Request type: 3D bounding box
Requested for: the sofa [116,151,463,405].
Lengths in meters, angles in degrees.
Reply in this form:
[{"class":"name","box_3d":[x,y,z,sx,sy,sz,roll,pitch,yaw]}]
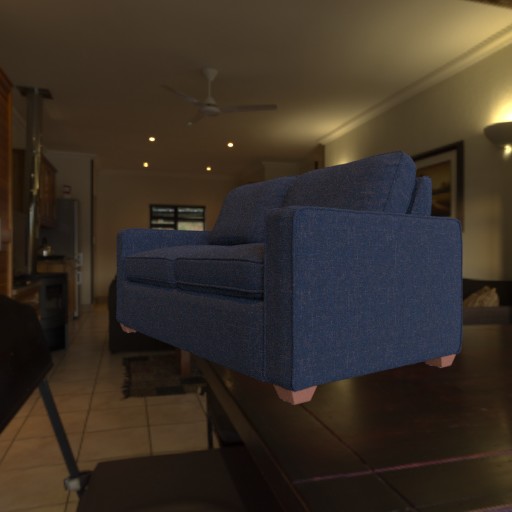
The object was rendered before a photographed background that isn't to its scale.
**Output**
[{"class":"sofa","box_3d":[0.000,0.000,2.269,0.947,0.918,1.709,0,0,-35]}]
